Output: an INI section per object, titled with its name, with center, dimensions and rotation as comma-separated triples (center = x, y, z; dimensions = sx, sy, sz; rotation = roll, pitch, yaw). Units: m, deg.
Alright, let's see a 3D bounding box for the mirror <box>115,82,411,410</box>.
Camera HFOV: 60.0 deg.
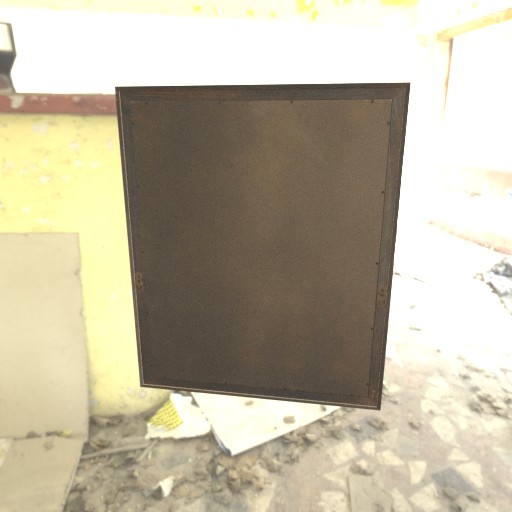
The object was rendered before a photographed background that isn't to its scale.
[mirror]
center = 0.000, 0.000, 1.220
dimensions = 0.730, 0.882, 0.032
rotation = 3, 17, 9
